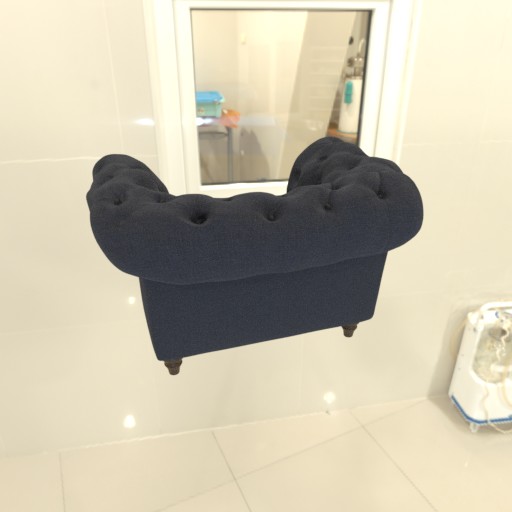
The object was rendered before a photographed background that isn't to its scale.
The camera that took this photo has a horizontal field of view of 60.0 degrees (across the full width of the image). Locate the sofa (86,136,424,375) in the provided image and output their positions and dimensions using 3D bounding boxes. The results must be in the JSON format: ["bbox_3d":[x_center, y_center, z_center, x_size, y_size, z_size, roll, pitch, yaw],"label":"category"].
[{"bbox_3d":[0.000,0.000,2.077,1.405,0.878,1.032,-8,28,-16],"label":"sofa"}]
